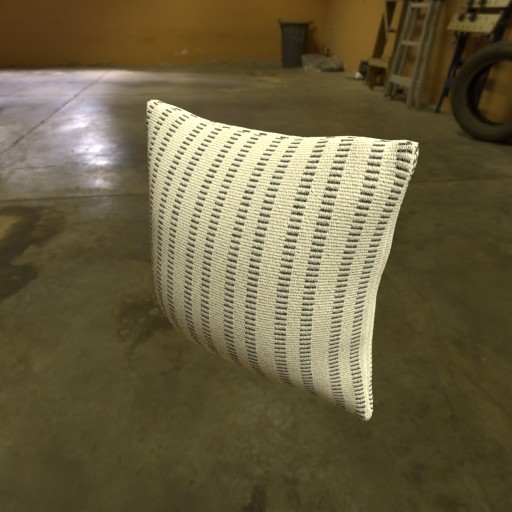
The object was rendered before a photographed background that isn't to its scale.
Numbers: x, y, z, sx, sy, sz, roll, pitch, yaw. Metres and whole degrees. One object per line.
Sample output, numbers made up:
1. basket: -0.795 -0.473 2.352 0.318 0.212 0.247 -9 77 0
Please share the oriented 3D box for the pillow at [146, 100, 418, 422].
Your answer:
1. pillow: 0.000 0.000 0.683 0.438 0.419 0.247 20 35 32
